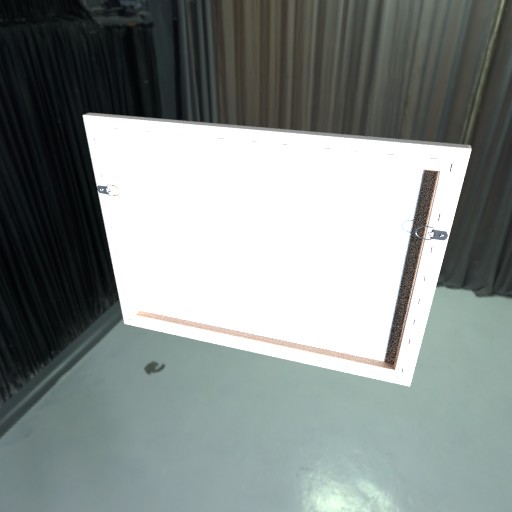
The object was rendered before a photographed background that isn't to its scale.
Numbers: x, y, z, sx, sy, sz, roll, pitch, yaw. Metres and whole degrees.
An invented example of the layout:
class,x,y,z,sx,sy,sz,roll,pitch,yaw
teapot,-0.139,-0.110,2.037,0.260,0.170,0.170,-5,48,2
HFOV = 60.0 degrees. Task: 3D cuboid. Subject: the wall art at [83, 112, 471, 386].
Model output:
class,x,y,z,sx,sy,sz,roll,pitch,yaw
wall art,0.000,0.000,1.593,1.219,0.912,0.042,9,33,15
